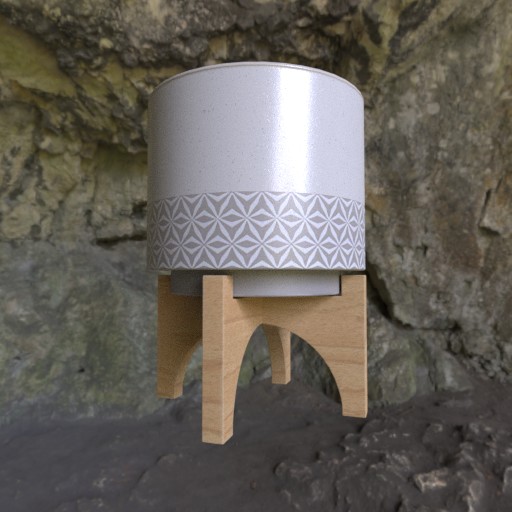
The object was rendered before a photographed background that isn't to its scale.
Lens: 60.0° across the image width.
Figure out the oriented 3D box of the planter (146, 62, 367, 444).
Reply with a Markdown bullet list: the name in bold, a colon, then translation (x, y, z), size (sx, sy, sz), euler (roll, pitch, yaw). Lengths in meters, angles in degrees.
- **planter**: translation (0.000, 0.000, 0.393), size (0.188, 0.260, 0.188), euler (0, -2, 0)
